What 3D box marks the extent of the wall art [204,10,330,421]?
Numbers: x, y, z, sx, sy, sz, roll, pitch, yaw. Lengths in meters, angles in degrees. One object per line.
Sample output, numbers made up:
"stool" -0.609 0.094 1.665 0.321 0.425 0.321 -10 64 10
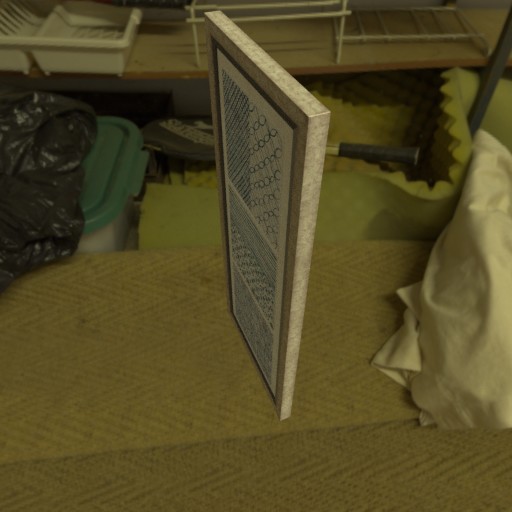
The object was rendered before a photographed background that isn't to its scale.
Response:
"wall art" 0.000 0.000 1.628 0.051 1.461 0.648 -17 49 -16
